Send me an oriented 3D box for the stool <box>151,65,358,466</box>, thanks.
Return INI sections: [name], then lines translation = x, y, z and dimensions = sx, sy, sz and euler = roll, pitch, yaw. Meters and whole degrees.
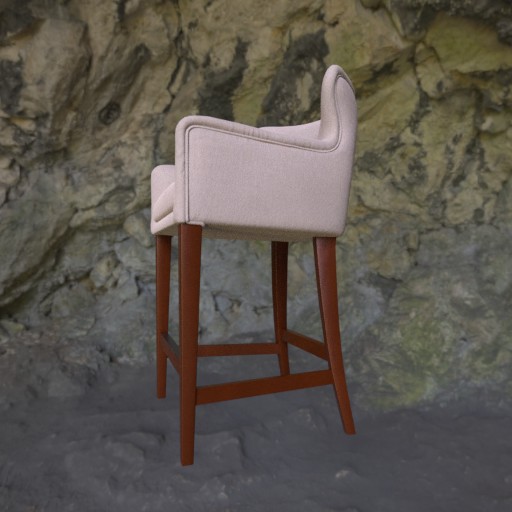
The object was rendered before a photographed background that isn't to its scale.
[stool]
translation = 0.000, 0.000, 1.334
dimensions = 0.570, 0.951, 0.601
euler = 0, 0, -19
